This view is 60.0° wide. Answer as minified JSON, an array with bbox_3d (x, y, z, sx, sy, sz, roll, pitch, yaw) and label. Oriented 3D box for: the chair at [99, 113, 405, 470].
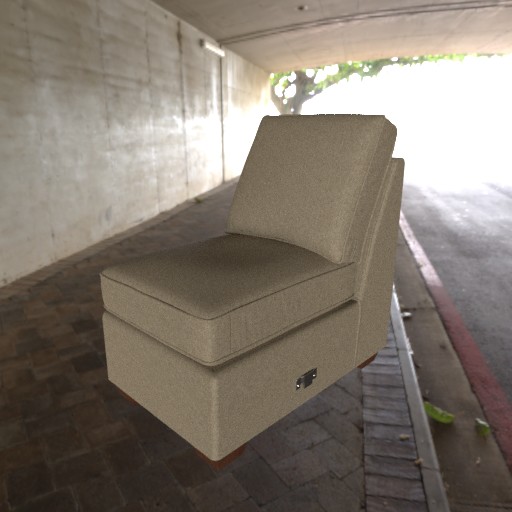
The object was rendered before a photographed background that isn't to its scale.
[{"bbox_3d":[0.000,0.000,1.710,0.674,1.058,1.020,16,23,42],"label":"chair"}]
